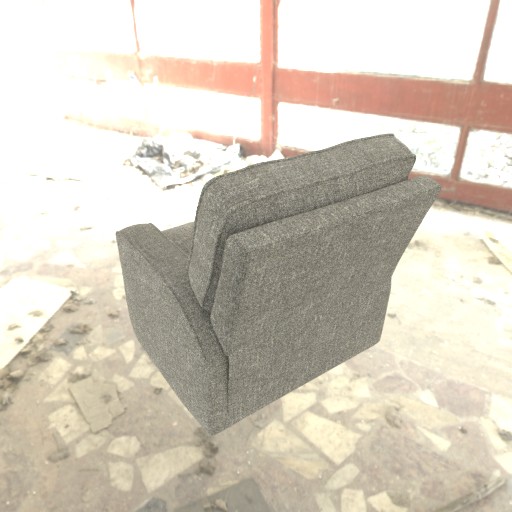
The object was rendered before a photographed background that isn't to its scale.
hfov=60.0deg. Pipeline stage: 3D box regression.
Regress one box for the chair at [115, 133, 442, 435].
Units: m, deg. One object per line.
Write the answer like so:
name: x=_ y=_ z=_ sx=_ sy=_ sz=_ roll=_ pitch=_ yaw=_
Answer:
chair: x=0.000 y=0.000 z=1.699 sx=0.861 sy=0.962 sz=0.964 roll=-19 pitch=35 yaw=-30
